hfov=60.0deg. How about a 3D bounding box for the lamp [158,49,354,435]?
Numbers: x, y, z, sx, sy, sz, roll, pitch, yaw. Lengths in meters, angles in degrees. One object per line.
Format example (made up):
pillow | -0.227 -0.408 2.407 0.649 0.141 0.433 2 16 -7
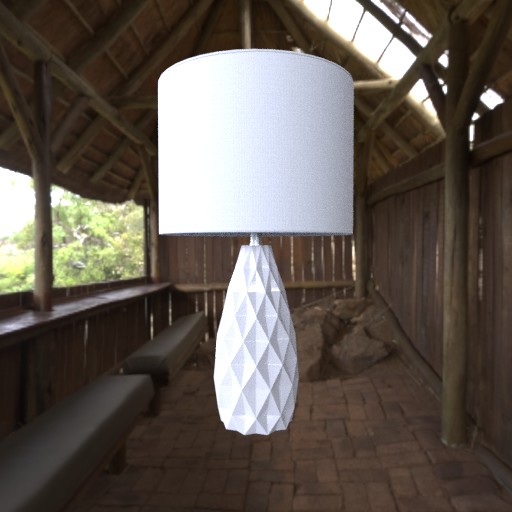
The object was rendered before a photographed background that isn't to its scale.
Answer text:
lamp | 0.000 0.000 0.695 0.297 0.522 0.297 0 2 0
